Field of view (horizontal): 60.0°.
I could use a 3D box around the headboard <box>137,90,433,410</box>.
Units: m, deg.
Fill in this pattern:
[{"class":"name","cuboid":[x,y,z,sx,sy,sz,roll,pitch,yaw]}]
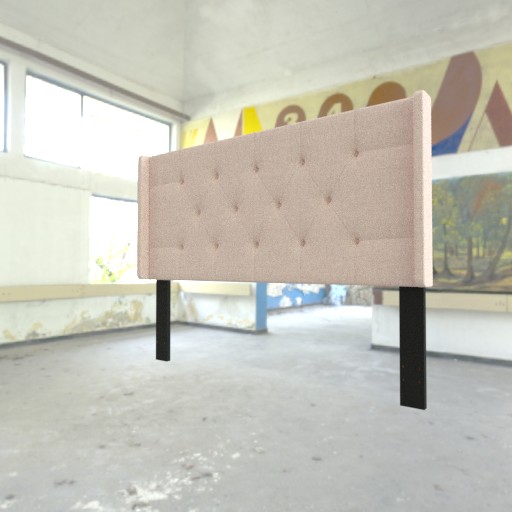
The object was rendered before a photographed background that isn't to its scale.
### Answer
[{"class":"headboard","cuboid":[0.000,0.000,2.712,2.051,1.524,0.184,-1,-2,37]}]
